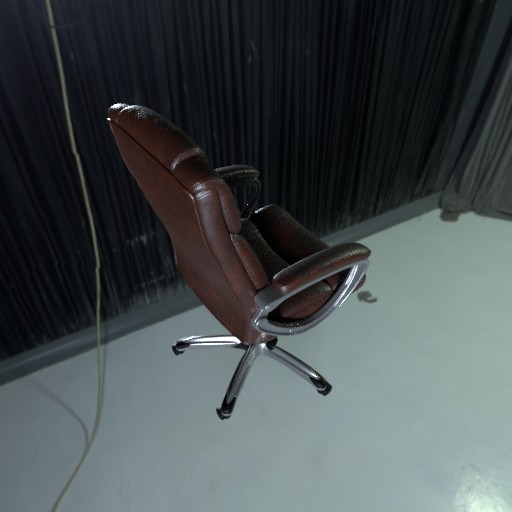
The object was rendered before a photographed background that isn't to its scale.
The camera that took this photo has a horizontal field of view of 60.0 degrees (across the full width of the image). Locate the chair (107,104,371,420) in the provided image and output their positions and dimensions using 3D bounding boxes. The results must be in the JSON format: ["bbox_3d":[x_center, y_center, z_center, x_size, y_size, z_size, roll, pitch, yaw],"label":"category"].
[{"bbox_3d":[0.000,0.000,1.553,0.692,1.128,0.656,-25,46,-26],"label":"chair"}]
